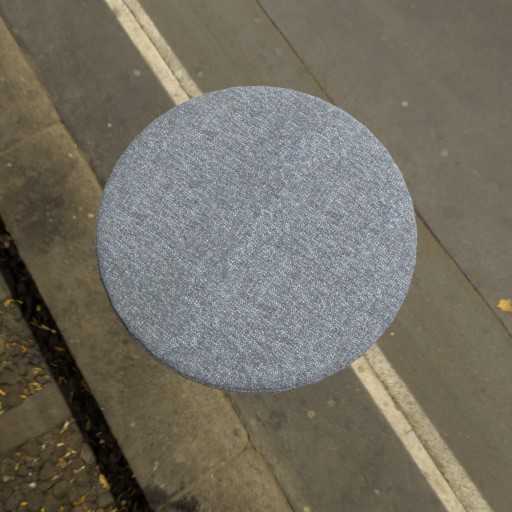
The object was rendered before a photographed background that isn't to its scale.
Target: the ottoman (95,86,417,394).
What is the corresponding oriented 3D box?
[{"bbox_3d":[0.000,0.000,0.862,0.500,0.419,0.500,0,75,0],"label":"ottoman"}]
